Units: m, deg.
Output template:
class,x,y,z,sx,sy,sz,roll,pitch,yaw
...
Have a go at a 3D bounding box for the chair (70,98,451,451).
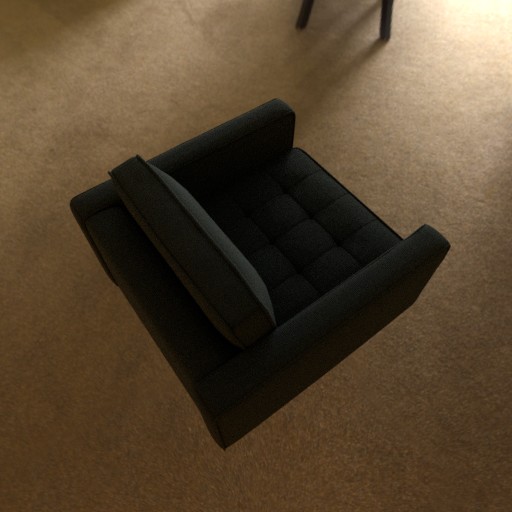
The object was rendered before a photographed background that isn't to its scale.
class,x,y,z,sx,sy,sz,roll,pitch,yaw
chair,0.000,0.000,1.594,0.920,0.770,0.899,-32,63,-19
